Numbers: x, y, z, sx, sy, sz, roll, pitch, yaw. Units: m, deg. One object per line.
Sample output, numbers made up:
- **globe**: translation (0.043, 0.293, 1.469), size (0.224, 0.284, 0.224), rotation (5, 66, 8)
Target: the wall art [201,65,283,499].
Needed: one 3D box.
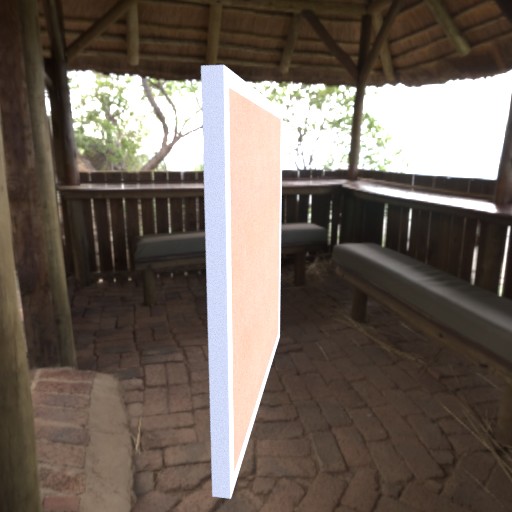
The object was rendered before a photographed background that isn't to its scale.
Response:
- **wall art**: translation (0.000, 0.000, 1.113), size (0.036, 0.760, 0.760), rotation (2, 13, 10)
